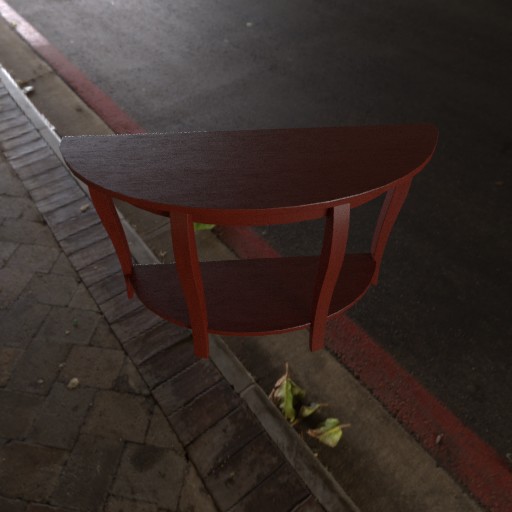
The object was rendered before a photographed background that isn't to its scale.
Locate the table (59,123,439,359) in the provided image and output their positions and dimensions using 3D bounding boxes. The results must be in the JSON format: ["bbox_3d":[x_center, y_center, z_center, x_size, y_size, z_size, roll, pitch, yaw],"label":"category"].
[{"bbox_3d":[0.000,0.000,1.597,1.219,0.779,0.405,-3,46,-3],"label":"table"}]
